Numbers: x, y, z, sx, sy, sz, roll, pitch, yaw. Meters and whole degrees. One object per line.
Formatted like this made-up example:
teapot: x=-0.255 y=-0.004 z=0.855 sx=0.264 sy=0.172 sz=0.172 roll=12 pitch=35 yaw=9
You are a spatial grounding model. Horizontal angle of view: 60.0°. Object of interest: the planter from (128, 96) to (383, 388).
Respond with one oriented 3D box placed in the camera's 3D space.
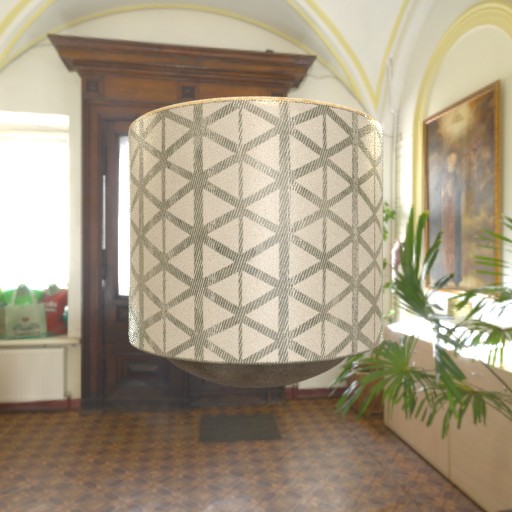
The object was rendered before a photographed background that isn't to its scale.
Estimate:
planter: x=0.000 y=0.000 z=0.453 sx=0.250 sy=0.239 sz=0.250 roll=0 pitch=0 yaw=0
